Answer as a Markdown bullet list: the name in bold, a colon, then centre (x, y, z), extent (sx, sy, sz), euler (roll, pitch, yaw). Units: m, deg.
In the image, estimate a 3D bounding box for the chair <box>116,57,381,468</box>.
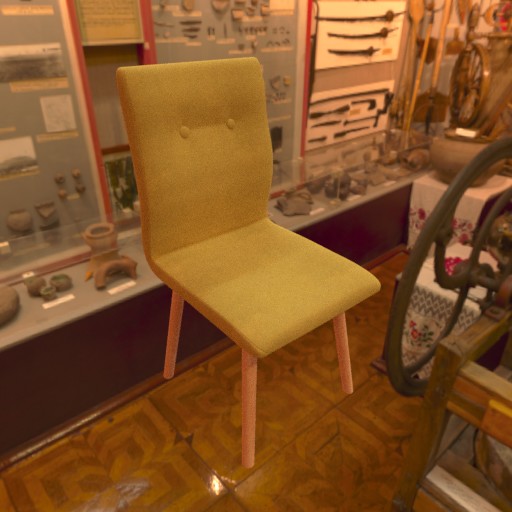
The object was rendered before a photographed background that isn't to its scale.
- **chair**: centre (0.000, 0.000, 1.243), extent (0.450, 0.965, 0.550), euler (-22, 36, -34)
